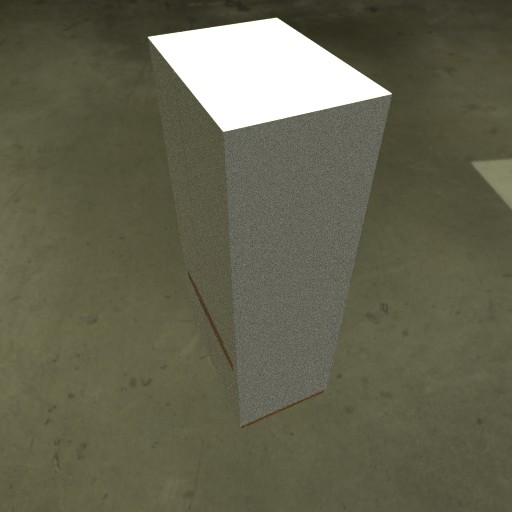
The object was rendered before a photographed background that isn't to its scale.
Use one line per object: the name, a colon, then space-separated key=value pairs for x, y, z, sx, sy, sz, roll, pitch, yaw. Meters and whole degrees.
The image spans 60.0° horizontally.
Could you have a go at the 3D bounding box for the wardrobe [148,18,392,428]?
wardrobe: x=0.000 y=0.000 z=2.376 sx=0.600 sy=2.040 sz=0.860 roll=-18 pitch=47 yaw=-17
